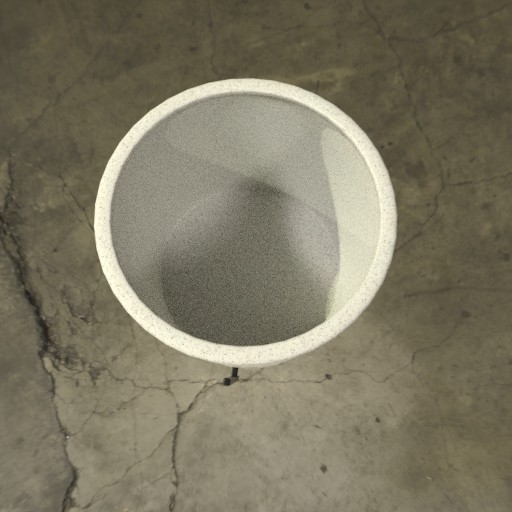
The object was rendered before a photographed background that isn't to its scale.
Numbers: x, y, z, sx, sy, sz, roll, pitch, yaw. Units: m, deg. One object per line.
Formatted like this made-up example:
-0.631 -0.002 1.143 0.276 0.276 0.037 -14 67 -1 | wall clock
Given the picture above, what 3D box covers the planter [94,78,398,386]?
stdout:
0.000 0.000 0.655 0.335 0.423 0.313 -22 77 -5 | planter
